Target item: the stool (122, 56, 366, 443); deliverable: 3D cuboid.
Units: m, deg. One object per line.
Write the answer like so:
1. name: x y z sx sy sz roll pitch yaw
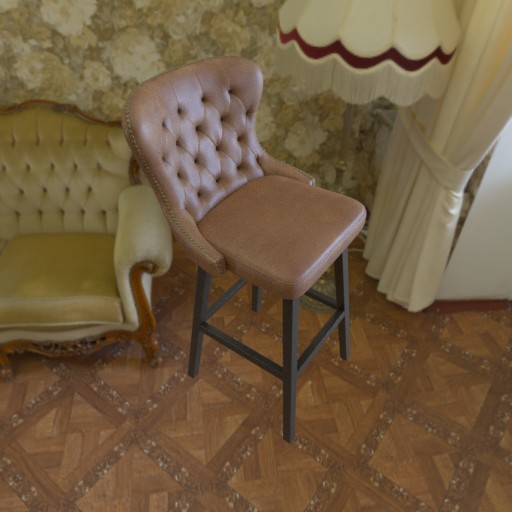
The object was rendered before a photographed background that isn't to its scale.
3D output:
1. stool: 0.000 0.000 1.412 0.601 1.050 0.528 25 47 26
